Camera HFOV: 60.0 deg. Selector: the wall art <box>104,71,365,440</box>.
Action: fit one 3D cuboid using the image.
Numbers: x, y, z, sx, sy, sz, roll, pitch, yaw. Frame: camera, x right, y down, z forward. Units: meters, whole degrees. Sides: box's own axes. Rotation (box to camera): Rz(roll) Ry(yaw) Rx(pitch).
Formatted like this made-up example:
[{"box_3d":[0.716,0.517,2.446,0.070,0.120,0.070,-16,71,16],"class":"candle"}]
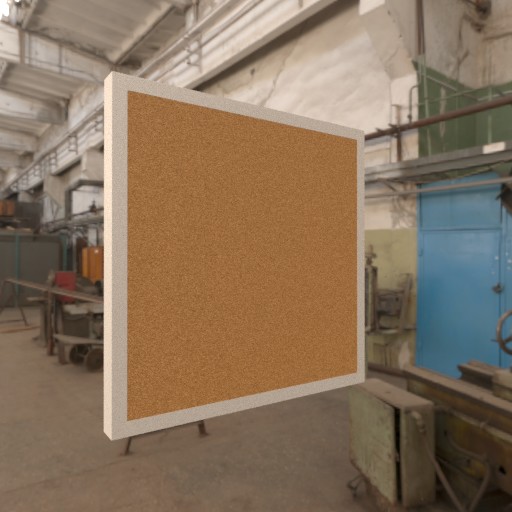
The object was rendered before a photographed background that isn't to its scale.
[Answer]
[{"box_3d":[0.000,0.000,0.769,0.507,0.508,0.038,0,0,-35],"class":"wall art"}]
